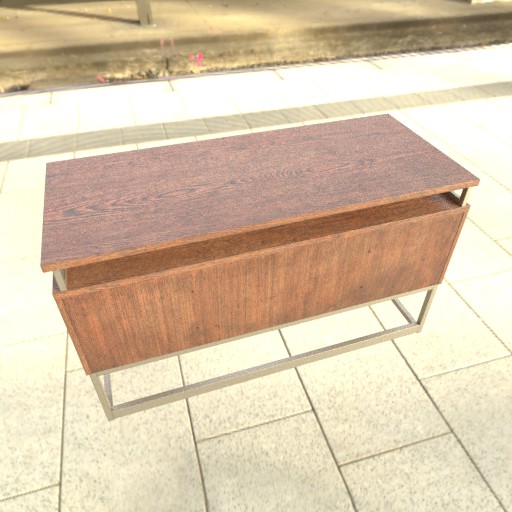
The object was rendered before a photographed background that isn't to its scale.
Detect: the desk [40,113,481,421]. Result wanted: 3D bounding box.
[{"bbox_3d":[0.000,0.000,1.794,1.384,0.792,0.610,-12,42,-14],"label":"desk"}]
